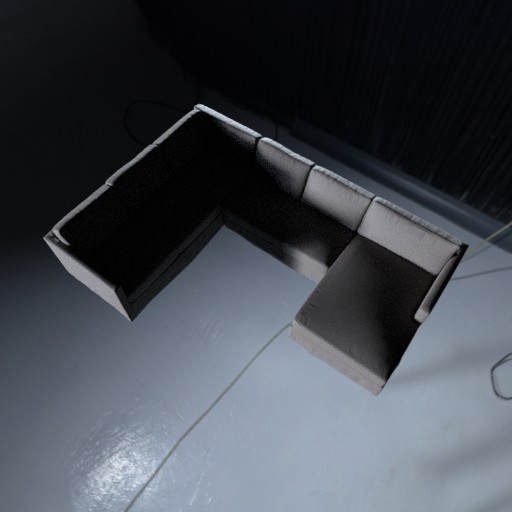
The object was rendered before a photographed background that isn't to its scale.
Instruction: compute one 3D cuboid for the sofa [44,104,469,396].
[{"bbox_3d":[0.000,0.000,4.552,3.460,0.882,2.427,32,64,18],"label":"sofa"}]
